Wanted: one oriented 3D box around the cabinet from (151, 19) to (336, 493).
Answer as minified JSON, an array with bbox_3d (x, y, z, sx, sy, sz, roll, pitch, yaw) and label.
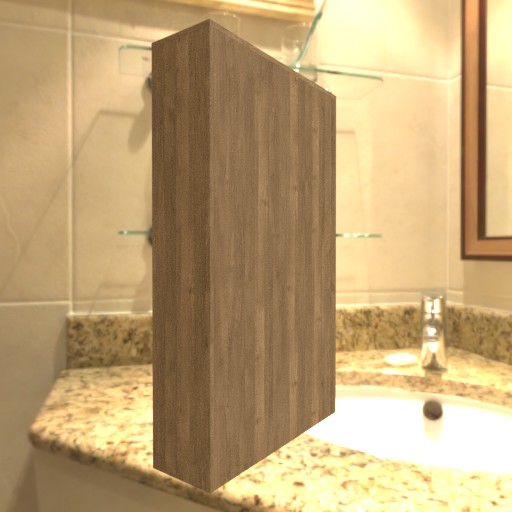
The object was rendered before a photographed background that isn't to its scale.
[{"bbox_3d":[0.000,0.000,1.569,0.250,1.280,0.750,1,1,37],"label":"cabinet"}]
